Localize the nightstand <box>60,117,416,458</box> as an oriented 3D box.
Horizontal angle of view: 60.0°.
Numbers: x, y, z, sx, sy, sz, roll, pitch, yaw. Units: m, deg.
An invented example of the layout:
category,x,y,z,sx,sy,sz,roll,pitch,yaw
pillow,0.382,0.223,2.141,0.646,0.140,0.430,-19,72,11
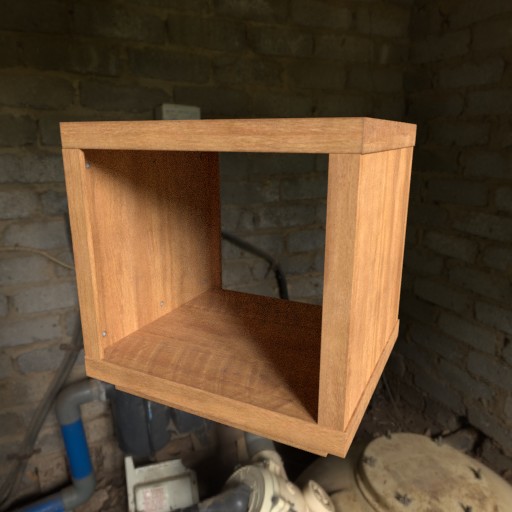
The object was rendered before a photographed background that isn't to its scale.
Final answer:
category,x,y,z,sx,sy,sz,roll,pitch,yaw
nightstand,0.000,0.000,0.856,0.493,0.491,0.436,8,17,26
